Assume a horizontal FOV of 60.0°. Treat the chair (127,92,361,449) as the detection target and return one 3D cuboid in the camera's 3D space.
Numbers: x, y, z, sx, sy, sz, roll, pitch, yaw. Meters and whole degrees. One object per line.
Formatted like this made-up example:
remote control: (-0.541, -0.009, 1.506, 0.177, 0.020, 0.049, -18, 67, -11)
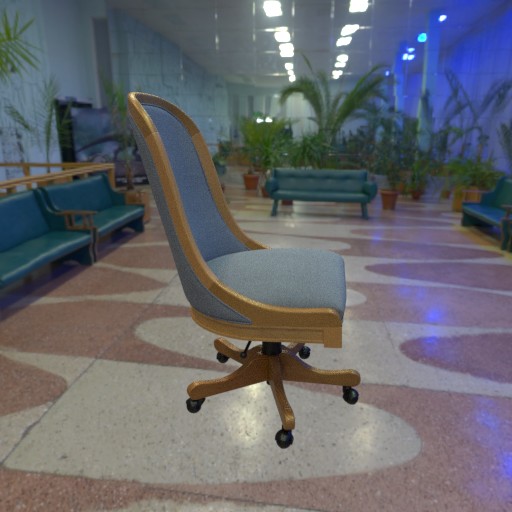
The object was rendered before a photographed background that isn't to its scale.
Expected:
chair: (0.000, 0.000, 1.480, 0.735, 1.031, 0.605, 3, 16, 9)
